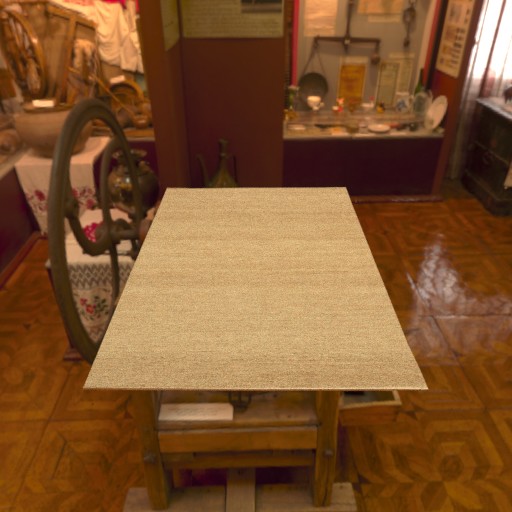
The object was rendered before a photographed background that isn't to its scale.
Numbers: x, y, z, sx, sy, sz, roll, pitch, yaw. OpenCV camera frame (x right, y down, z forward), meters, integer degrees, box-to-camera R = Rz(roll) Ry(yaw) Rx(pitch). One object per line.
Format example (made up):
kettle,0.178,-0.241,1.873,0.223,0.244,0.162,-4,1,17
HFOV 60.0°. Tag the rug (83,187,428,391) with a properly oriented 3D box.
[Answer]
rug,0.000,0.000,2.994,1.596,0.030,2.283,0,33,0
